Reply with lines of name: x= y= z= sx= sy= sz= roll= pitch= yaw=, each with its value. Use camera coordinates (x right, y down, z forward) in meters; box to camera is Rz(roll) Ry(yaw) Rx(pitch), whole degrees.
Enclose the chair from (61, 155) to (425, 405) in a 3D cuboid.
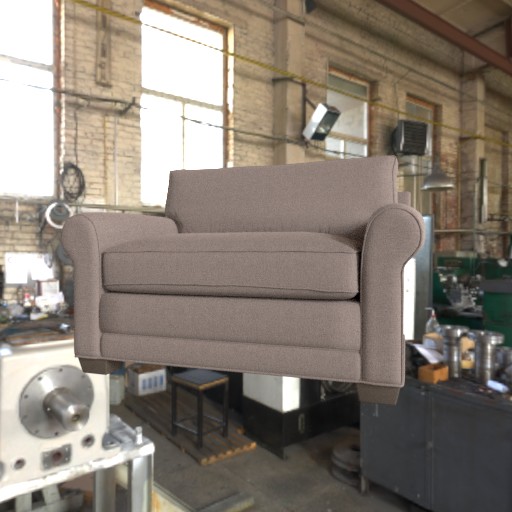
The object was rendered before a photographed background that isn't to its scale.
chair: x=0.000 y=0.000 z=1.959 sx=1.390 sy=0.930 sz=0.930 roll=0 pitch=1 yaw=19
